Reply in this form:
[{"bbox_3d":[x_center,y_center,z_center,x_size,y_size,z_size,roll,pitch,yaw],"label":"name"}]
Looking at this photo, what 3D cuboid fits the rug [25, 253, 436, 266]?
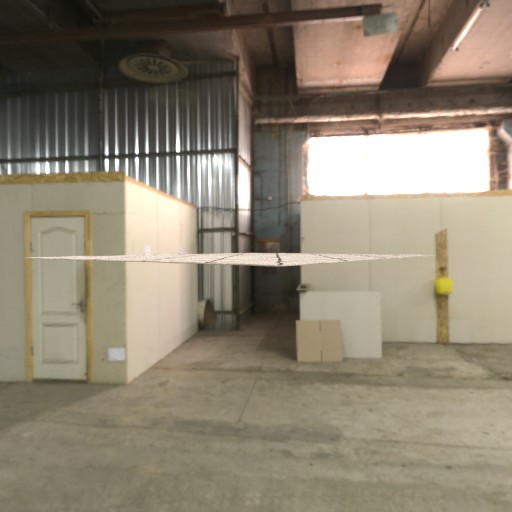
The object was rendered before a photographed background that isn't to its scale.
[{"bbox_3d":[0.000,0.000,4.107,2.468,0.022,3.061,1,2,36],"label":"rug"}]
